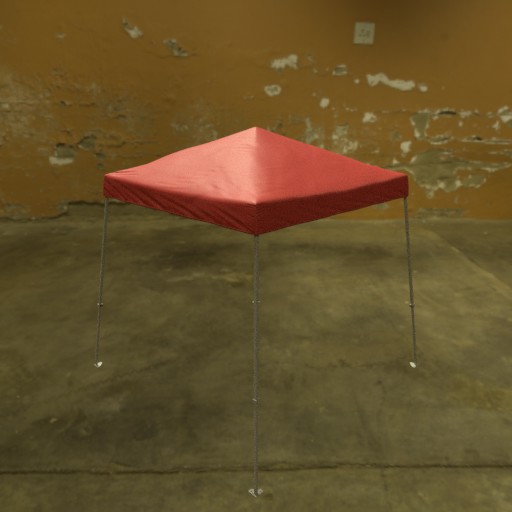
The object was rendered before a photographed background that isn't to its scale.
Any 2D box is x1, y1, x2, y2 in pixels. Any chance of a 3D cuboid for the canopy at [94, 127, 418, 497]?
[{"bbox_3d":[0.000,0.000,5.090,2.848,2.849,2.849,-17,24,-42],"label":"canopy"}]
